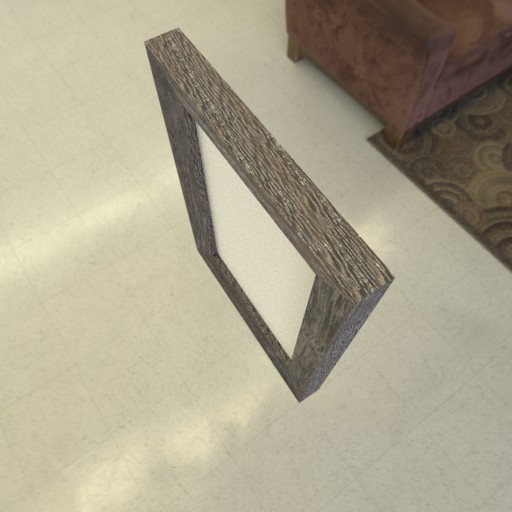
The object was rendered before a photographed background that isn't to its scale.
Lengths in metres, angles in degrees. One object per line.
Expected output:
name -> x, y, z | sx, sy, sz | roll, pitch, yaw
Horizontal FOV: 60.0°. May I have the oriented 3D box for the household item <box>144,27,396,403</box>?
household item -> 0.000, 0.000, 0.234 | 0.020, 0.180, 0.133 | -30, 67, -14
